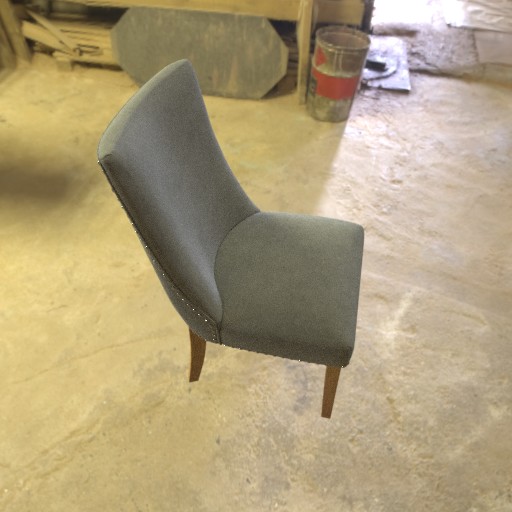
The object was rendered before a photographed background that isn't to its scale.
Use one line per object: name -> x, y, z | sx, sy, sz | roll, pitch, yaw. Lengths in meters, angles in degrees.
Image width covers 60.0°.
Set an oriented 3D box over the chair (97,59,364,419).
chair -> 0.000, 0.000, 1.274 | 0.610, 0.902, 0.495 | 9, 47, 9
